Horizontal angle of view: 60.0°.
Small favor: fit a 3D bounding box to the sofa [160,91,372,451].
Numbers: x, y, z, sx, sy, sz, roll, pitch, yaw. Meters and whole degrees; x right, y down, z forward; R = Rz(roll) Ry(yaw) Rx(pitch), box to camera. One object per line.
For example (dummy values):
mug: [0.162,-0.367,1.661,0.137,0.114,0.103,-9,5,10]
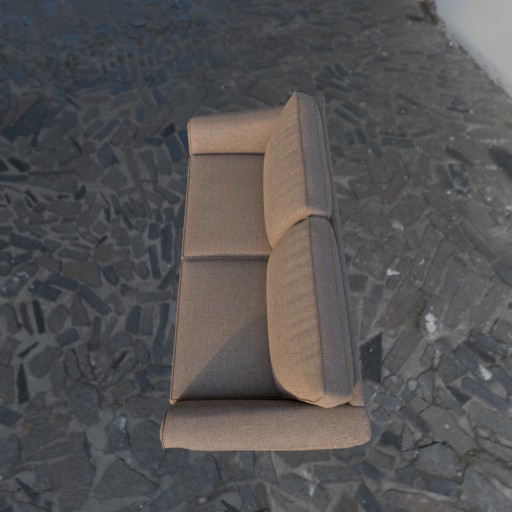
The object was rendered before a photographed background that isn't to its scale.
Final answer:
sofa: [0.000,0.000,2.741,0.986,0.906,2.270,-1,59,0]
